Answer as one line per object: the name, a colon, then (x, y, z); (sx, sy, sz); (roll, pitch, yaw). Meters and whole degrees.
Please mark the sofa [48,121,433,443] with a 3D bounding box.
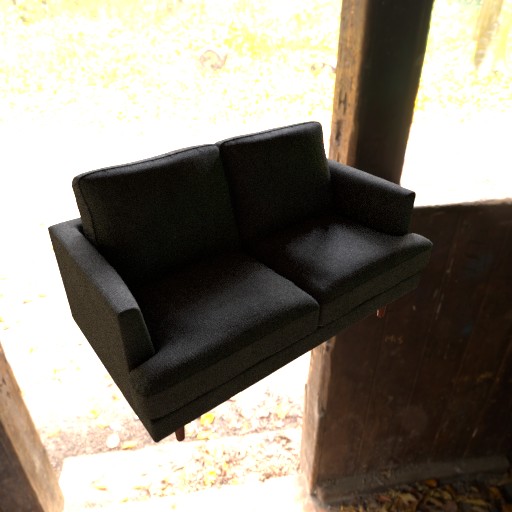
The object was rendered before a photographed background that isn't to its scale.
sofa: (0.000, 0.000, 2.082); (1.582, 0.956, 0.903); (-22, 38, -31)
